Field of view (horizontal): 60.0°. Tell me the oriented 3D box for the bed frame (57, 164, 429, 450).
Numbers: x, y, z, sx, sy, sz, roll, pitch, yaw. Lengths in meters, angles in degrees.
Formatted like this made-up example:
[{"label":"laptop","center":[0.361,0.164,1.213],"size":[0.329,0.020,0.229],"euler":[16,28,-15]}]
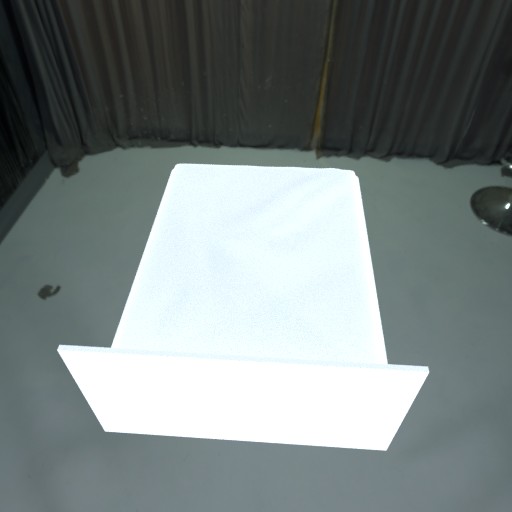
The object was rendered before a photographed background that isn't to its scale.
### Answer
[{"label":"bed frame","center":[0.000,0.000,2.734],"size":[1.490,0.800,1.950],"euler":[3,46,3]}]
